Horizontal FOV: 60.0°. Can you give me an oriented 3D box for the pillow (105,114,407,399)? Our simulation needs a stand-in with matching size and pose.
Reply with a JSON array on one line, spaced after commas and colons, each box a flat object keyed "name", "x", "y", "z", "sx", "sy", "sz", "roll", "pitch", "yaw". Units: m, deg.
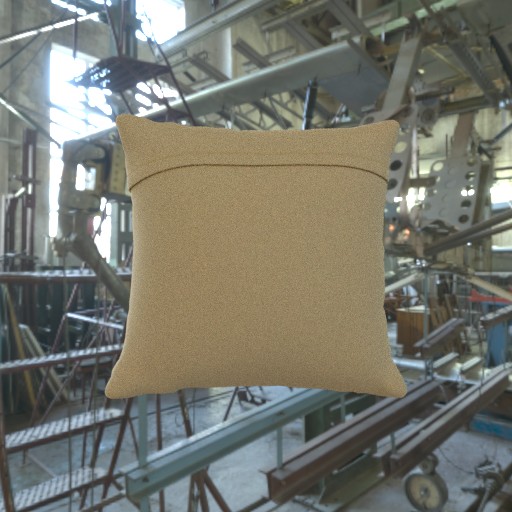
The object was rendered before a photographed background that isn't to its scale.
[{"name": "pillow", "x": 0.000, "y": 0.000, "z": 0.793, "sx": 0.536, "sy": 0.506, "sz": 0.229, "roll": 0, "pitch": -1, "yaw": 0}]
